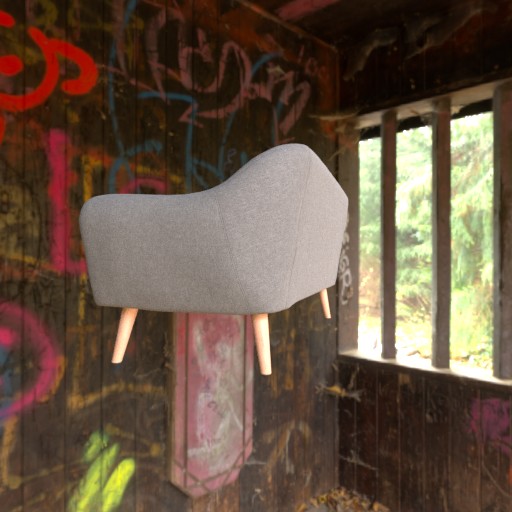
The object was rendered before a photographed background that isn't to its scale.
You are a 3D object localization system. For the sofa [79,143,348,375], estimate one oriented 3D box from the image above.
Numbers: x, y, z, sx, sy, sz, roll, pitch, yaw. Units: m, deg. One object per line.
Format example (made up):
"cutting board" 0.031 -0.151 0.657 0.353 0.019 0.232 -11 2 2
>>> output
"sofa" 0.000 0.000 2.316 0.820 0.820 1.840 0 0 17
